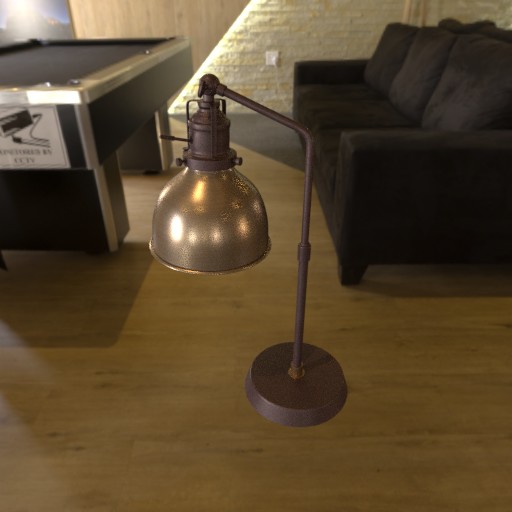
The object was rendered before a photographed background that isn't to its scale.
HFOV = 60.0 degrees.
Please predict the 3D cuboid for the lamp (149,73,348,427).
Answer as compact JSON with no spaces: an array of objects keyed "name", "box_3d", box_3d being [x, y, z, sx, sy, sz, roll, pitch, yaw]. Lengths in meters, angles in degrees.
[{"name":"lamp","box_3d":[0.000,0.000,0.614,0.298,0.469,0.175,8,31,14]}]
